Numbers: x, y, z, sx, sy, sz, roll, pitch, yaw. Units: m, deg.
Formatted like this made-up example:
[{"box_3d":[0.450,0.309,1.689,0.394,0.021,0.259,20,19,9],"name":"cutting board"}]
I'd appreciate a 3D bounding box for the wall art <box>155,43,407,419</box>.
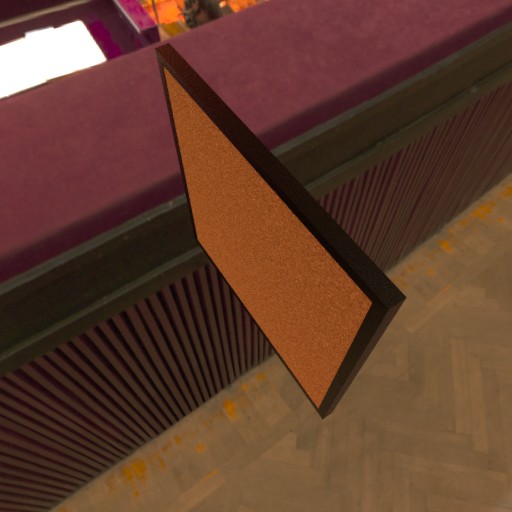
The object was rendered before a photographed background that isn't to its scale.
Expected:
[{"box_3d":[0.000,0.000,1.138,0.036,0.755,0.756,-29,63,-17],"name":"wall art"}]
